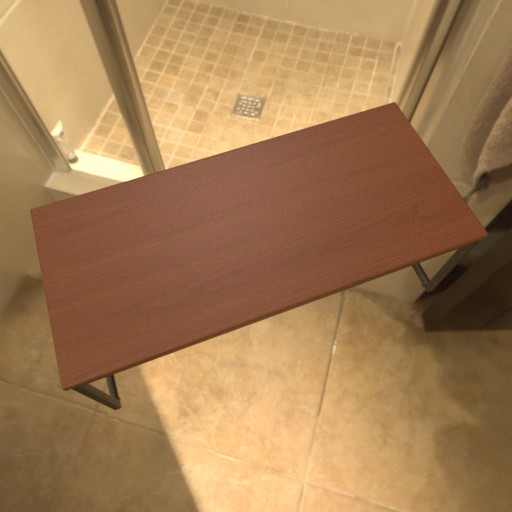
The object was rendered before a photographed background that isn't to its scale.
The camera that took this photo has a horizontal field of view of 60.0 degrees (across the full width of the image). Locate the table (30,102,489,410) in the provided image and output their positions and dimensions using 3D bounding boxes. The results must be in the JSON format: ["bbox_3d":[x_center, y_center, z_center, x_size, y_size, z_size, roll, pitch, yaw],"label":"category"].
[{"bbox_3d":[0.000,0.000,1.342,1.100,0.400,0.500,-19,65,-9],"label":"table"}]
